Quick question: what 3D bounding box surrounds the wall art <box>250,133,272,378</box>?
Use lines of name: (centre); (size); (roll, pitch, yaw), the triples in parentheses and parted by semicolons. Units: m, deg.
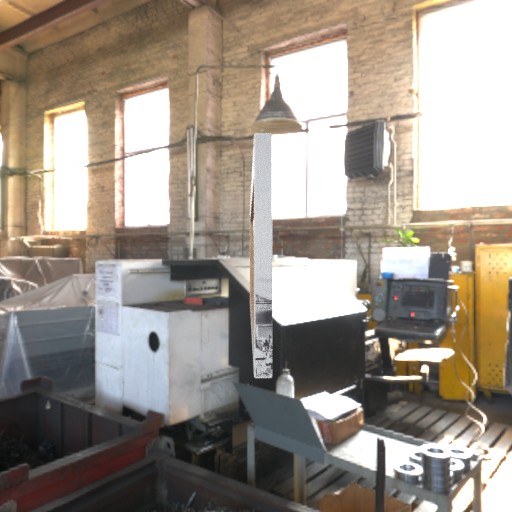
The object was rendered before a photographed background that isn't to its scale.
wall art: (0.000, 0.000, 1.678); (0.039, 0.507, 1.520); (0, 0, -1)
